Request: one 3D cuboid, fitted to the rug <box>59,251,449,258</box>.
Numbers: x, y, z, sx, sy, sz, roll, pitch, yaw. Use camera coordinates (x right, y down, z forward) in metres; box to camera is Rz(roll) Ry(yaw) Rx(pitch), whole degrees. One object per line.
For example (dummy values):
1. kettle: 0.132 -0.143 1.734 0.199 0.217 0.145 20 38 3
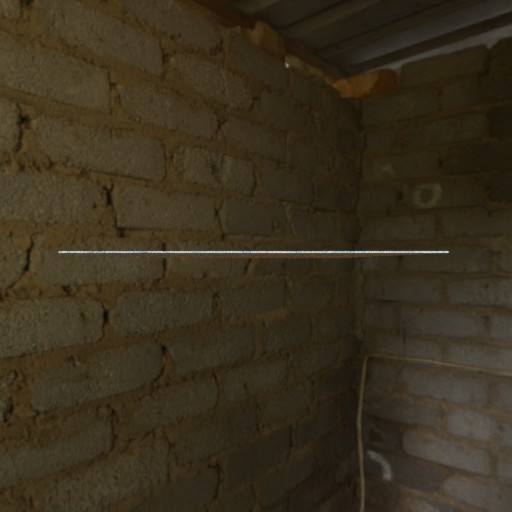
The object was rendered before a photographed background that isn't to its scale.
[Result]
1. rug: 0.000 0.000 2.870 1.522 0.006 2.286 0 -1 1
